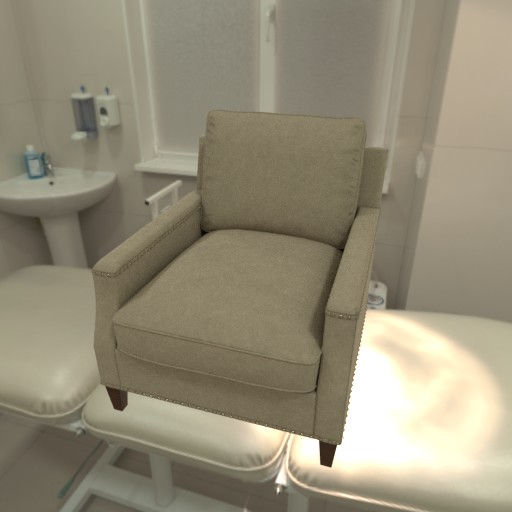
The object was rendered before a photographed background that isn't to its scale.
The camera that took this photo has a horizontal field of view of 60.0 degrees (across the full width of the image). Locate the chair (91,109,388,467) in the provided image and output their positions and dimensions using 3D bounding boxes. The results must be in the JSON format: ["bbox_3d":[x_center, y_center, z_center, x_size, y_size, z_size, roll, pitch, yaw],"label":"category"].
[{"bbox_3d":[0.000,0.000,1.691,0.853,0.943,1.014,8,28,16],"label":"chair"}]
